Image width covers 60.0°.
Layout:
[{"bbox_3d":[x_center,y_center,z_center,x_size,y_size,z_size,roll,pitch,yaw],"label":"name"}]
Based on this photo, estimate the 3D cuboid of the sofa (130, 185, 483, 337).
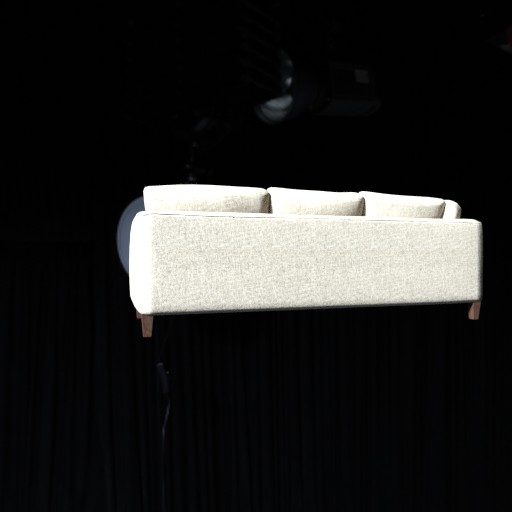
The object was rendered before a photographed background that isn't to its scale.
[{"bbox_3d":[0.000,0.000,4.613,2.593,0.959,3.460,0,0,-17],"label":"sofa"}]
